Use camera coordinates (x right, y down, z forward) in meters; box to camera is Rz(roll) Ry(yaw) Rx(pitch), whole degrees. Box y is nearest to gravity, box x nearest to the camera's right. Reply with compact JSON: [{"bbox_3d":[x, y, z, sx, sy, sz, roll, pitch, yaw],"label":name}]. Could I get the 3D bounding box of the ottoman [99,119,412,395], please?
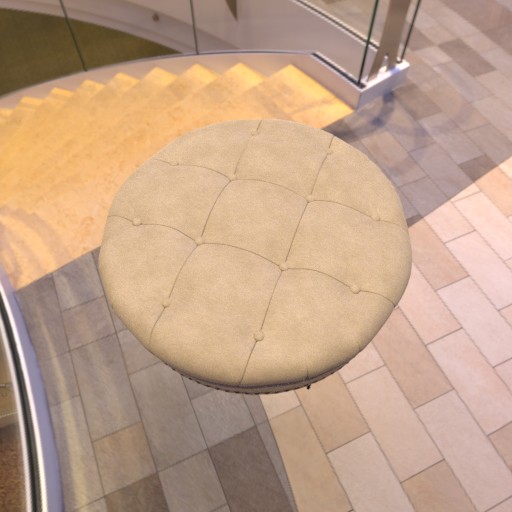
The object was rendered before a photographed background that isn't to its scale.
[{"bbox_3d":[0.000,0.000,1.398,0.901,0.439,0.901,0,57,0],"label":"ottoman"}]
